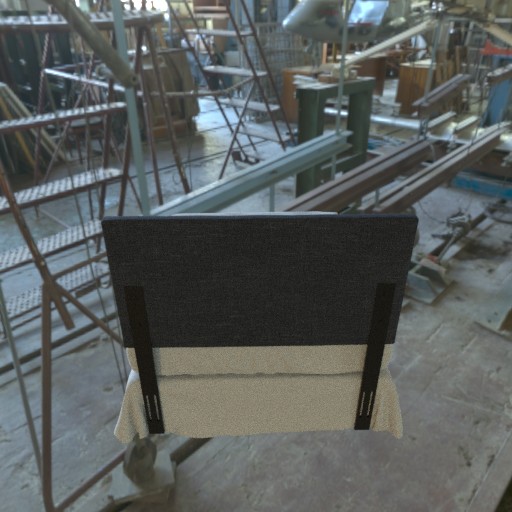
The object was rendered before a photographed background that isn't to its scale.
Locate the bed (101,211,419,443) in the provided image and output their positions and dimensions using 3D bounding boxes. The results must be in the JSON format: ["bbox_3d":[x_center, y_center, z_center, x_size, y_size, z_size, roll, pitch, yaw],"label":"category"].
[{"bbox_3d":[0.000,0.000,3.511,1.936,1.577,2.222,-1,29,-1],"label":"bed"}]
